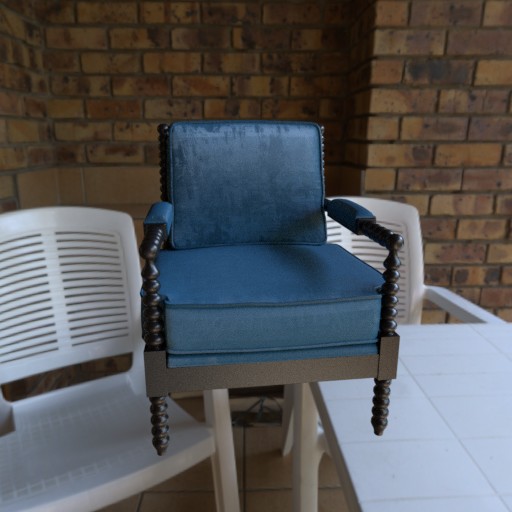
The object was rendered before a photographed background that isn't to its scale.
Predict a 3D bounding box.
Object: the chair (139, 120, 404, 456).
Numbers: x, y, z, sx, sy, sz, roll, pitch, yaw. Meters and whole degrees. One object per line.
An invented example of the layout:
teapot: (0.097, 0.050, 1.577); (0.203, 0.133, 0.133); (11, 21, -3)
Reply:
chair: (0.000, 0.000, 1.428); (0.688, 0.857, 0.805); (-2, 15, -7)
